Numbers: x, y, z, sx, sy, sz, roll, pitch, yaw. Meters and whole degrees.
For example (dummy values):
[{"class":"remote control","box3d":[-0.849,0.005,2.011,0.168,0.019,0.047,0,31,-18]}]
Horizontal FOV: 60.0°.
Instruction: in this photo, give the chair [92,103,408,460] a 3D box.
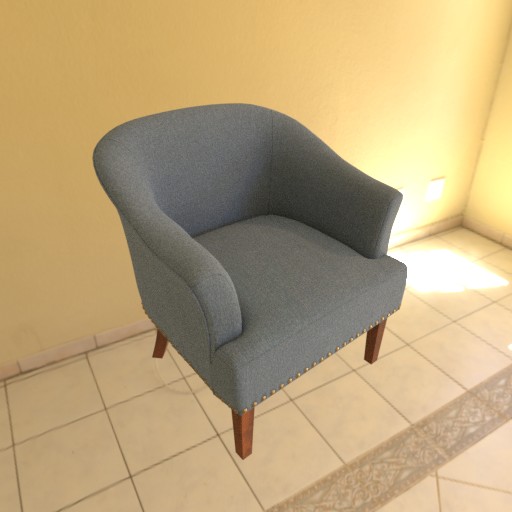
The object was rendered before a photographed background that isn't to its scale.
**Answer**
[{"class":"chair","box3d":[0.000,0.000,1.420,0.798,0.815,0.704,-23,38,-34]}]
